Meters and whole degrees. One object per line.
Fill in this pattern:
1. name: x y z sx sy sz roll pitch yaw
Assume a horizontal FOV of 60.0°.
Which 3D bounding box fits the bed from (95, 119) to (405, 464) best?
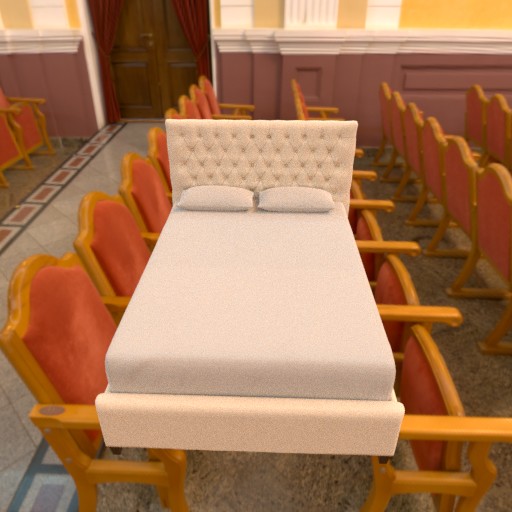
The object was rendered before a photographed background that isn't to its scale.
1. bed: 0.000 0.000 3.262 1.698 1.427 2.387 1 31 2
